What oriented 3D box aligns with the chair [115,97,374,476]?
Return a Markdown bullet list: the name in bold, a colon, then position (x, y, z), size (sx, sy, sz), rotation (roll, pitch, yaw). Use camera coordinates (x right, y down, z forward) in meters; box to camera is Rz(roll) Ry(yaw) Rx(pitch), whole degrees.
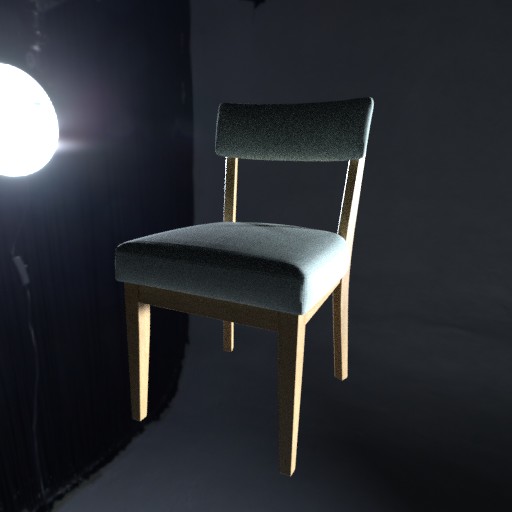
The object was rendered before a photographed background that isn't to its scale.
- **chair**: position (0.000, 0.000, 1.205), size (0.508, 0.832, 0.572), rotation (8, 17, 26)
